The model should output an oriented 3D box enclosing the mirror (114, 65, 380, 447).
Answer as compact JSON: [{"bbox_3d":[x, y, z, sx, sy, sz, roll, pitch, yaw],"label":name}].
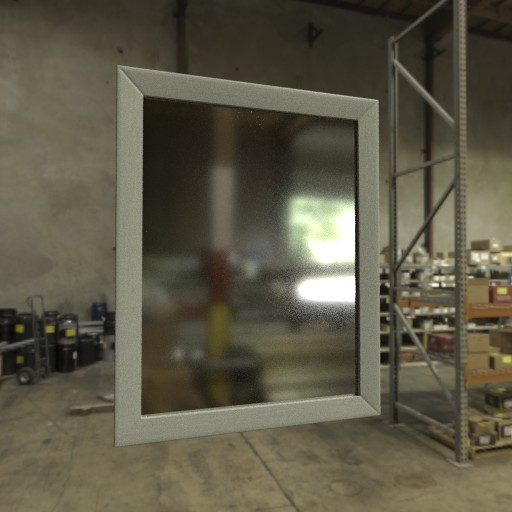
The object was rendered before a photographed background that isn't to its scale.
[{"bbox_3d":[0.000,0.000,0.670,0.405,0.508,0.041,0,-1,-18],"label":"mirror"}]
